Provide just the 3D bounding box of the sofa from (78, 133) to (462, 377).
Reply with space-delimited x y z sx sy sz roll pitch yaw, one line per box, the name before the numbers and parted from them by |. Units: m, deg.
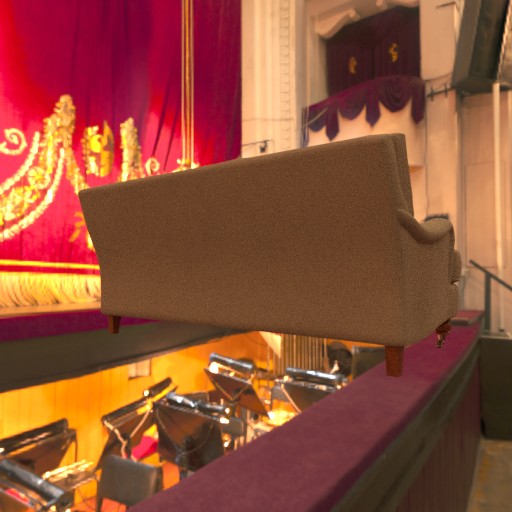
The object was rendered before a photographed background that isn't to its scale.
sofa | 0.000 0.000 2.599 2.070 0.997 1.091 -1 -2 37
